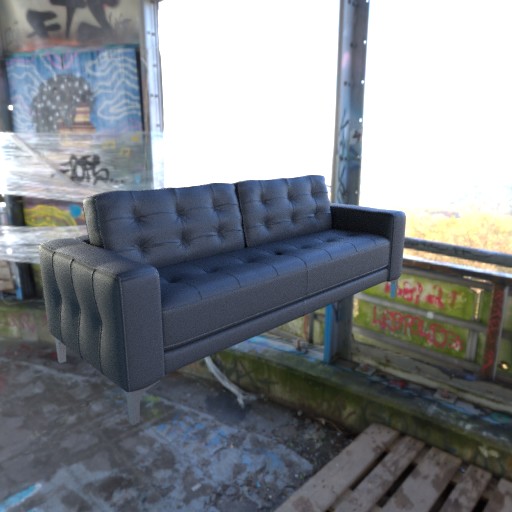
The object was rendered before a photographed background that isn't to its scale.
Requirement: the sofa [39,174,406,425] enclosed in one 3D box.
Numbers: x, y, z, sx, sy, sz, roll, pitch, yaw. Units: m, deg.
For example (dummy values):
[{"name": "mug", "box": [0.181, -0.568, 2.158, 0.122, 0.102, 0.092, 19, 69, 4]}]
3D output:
[{"name": "sofa", "box": [0.000, 0.000, 2.721, 2.275, 0.893, 0.833, -14, 20, -43]}]
